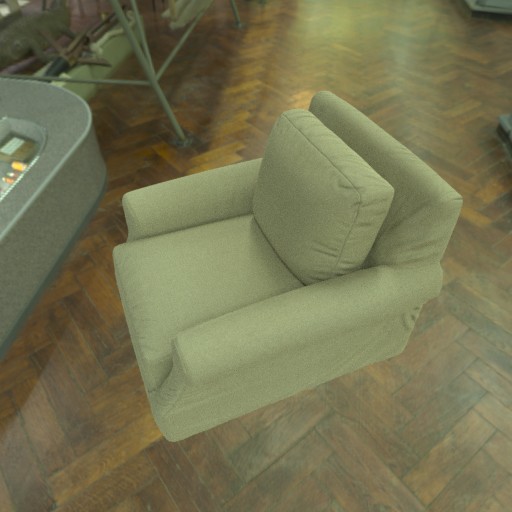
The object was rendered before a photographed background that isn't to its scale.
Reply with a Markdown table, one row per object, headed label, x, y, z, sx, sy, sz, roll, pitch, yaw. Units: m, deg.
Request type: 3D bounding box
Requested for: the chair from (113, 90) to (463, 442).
| label | x | y | z | sx | sy | sz | roll | pitch | yaw |
| --- | --- | --- | --- | --- | --- | --- | --- | --- | --- |
| chair | 0.000 | 0.000 | 1.716 | 1.066 | 0.866 | 0.940 | -17 | 47 | -16 |
